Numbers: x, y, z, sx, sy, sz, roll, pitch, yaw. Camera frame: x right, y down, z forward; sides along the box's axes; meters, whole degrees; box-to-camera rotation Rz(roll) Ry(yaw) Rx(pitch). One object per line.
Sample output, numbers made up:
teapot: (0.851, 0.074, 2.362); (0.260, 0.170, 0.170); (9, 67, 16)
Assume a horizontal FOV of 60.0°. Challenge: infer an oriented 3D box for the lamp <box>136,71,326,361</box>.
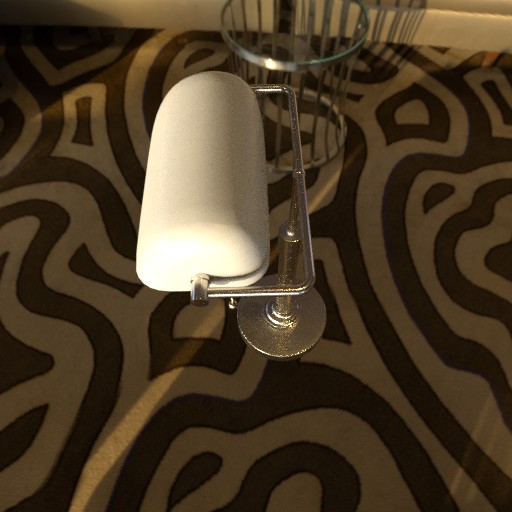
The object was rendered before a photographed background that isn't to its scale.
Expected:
lamp: (0.000, 0.000, 0.557); (0.227, 0.404, 0.269); (-1, 59, -1)
